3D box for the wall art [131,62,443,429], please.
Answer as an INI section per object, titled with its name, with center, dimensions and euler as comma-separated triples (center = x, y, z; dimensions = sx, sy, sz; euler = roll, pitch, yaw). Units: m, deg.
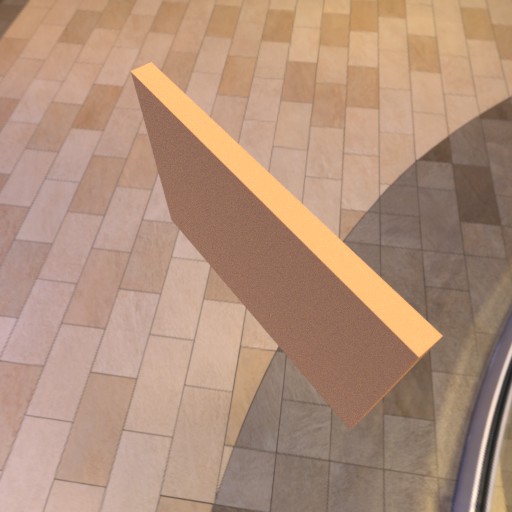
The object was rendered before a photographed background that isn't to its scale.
[wall art]
center = 0.000, 0.000, 0.776
dimensions = 0.039, 0.407, 0.609
euler = -34, 64, -19
